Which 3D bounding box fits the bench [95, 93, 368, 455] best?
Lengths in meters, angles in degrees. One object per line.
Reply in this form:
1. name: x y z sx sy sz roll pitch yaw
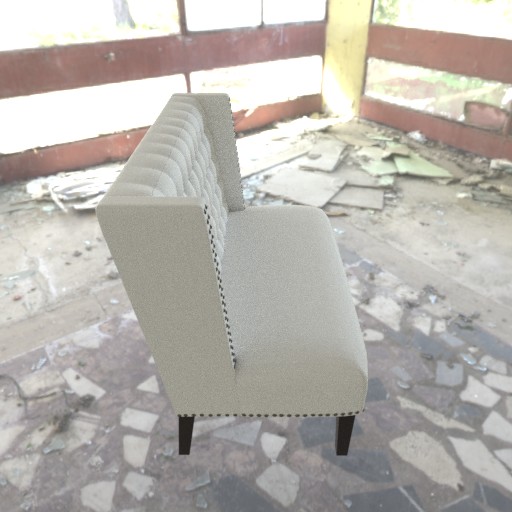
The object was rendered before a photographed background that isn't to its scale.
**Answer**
1. bench: 0.000 0.000 1.985 0.847 1.123 1.280 0 33 0
